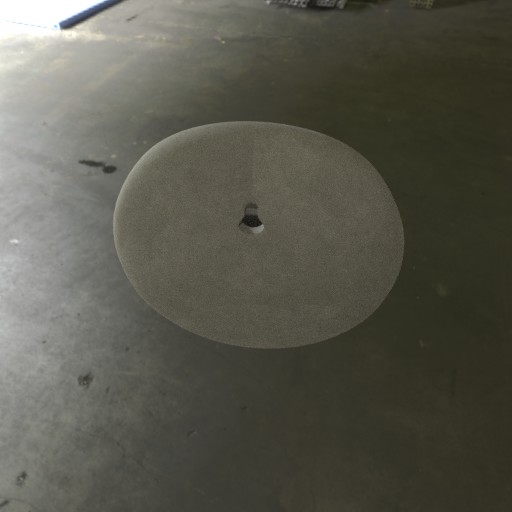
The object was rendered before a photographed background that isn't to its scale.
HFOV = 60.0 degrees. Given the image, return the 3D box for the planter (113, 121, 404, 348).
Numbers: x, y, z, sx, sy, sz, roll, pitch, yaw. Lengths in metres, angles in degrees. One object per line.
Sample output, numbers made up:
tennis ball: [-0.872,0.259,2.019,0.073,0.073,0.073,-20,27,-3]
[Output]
planter: [0.000,0.000,0.290,0.185,0.188,0.071,4,46,4]
